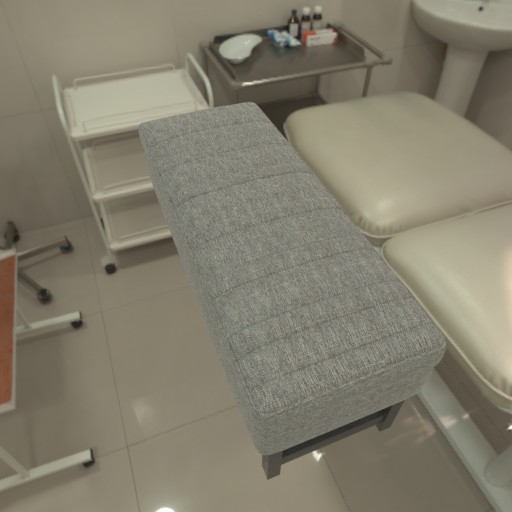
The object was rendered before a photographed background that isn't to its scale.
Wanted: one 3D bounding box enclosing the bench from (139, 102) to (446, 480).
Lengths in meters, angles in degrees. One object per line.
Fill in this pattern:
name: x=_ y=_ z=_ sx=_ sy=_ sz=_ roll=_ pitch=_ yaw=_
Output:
bench: x=0.000 y=0.000 z=1.312 sx=0.429 sy=0.470 sz=1.100 roll=-16 pitch=49 yaw=-15
